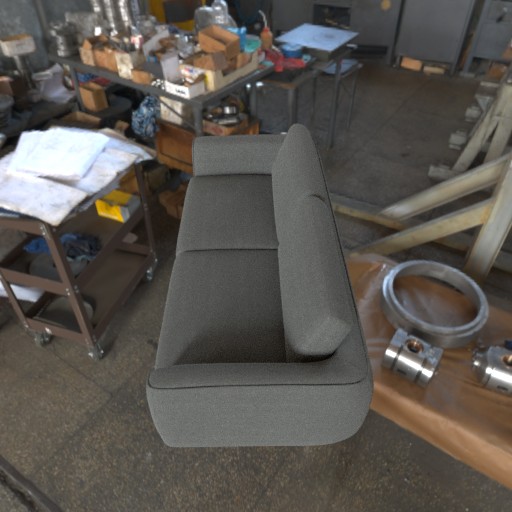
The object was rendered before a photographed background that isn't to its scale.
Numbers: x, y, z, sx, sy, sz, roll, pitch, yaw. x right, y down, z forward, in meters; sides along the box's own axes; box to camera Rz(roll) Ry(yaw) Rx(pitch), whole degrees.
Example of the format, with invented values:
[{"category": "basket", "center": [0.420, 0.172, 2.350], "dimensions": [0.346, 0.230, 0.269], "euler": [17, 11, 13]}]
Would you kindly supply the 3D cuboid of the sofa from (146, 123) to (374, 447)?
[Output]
[{"category": "sofa", "center": [0.000, 0.000, 2.463], "dimensions": [0.920, 0.850, 2.000], "euler": [-1, 42, -1]}]
